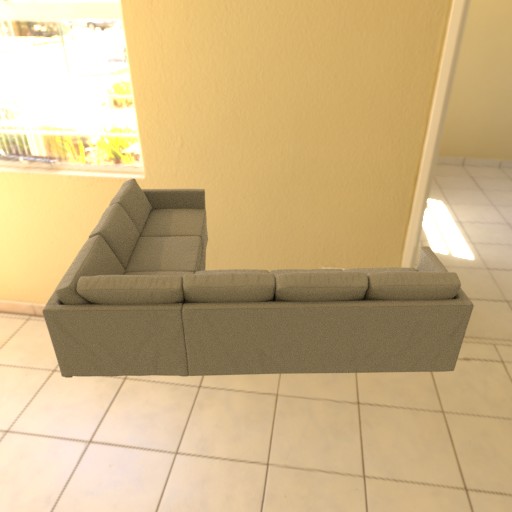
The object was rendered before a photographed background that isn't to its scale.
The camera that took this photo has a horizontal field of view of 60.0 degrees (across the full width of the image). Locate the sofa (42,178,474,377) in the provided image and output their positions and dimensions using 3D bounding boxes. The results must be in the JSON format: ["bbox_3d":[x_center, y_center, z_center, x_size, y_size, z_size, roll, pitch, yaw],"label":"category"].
[{"bbox_3d":[0.000,0.000,4.402,3.182,0.871,2.432,-1,30,-1],"label":"sofa"}]
